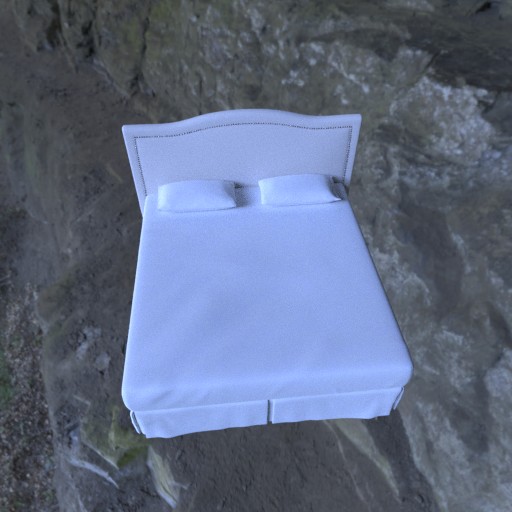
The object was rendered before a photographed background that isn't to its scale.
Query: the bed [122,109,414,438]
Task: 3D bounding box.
[{"bbox_3d":[0.000,0.000,3.521,2.083,1.421,2.182,-4,45,-4],"label":"bed"}]
